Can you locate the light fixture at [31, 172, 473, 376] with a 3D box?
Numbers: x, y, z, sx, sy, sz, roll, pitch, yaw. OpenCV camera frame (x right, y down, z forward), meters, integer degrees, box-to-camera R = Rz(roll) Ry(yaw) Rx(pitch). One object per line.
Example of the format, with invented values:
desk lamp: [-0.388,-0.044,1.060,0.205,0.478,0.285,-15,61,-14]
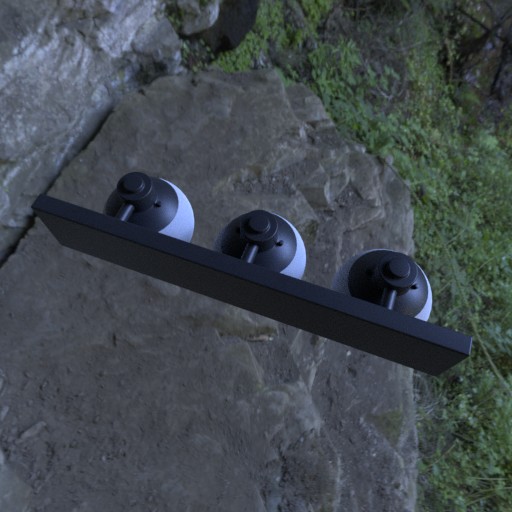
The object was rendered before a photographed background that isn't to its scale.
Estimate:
light fixture: [0.000,0.000,0.842,0.721,0.263,0.218,18,64,9]
